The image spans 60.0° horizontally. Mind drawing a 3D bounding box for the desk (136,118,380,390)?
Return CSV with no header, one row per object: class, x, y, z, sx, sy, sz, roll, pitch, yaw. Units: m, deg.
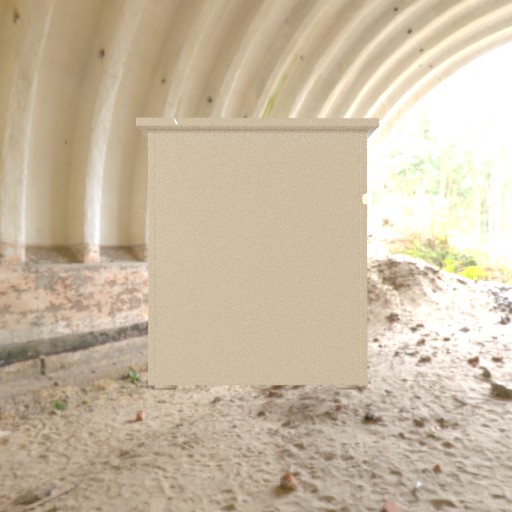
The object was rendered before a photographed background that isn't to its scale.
desk,0.000,0.000,2.007,0.670,0.760,1.580,0,0,0
